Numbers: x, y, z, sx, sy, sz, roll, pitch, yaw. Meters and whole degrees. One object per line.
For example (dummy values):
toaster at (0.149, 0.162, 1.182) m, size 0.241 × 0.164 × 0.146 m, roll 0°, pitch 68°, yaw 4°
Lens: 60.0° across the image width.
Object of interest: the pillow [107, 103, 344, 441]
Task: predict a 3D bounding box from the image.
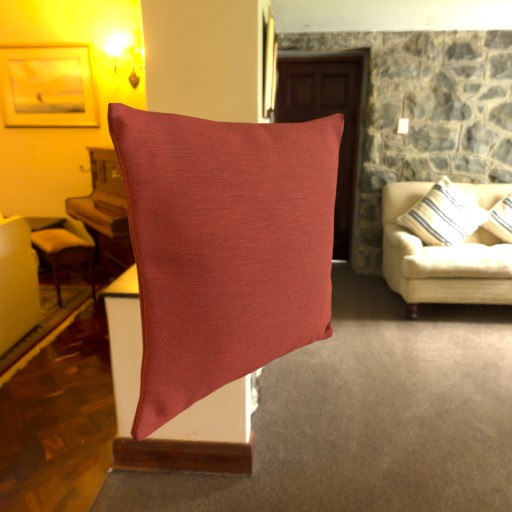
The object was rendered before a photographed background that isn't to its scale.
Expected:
pillow at (0.000, 0.000, 0.658) m, size 0.151 × 0.416 × 0.435 m, roll 15°, pitch 21°, yaw 43°
